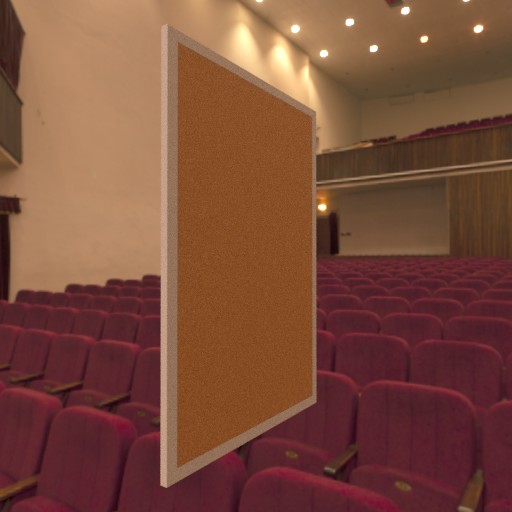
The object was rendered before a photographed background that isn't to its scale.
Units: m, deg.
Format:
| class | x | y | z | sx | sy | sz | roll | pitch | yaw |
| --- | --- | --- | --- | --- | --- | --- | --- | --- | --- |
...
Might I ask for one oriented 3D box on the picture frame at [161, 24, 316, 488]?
| class | x | y | z | sx | sy | sz | roll | pitch | yaw |
| --- | --- | --- | --- | --- | --- | --- | --- | --- | --- |
| picture frame | 0.000 | 0.000 | 0.818 | 0.013 | 0.657 | 0.457 | 0 | -1 | 35 |
